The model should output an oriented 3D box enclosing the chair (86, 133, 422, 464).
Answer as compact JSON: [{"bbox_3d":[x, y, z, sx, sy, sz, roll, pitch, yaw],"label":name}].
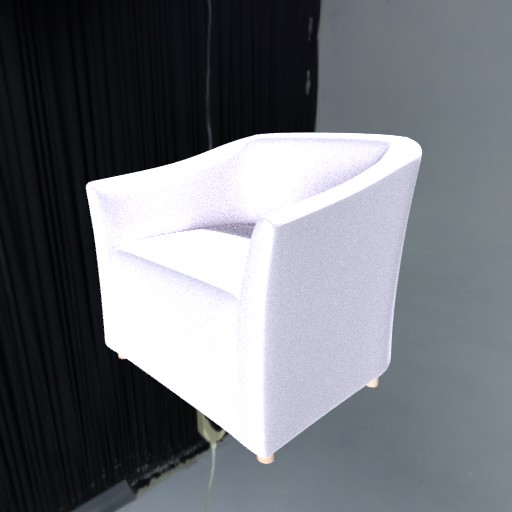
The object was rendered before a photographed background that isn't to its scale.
[{"bbox_3d":[0.000,0.000,1.355,0.700,0.720,0.790,-15,22,-42],"label":"chair"}]
